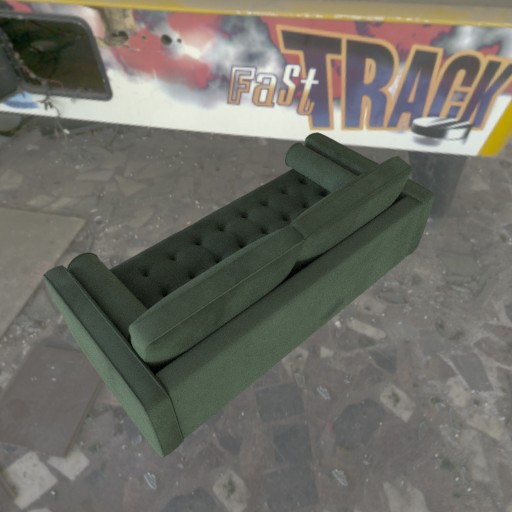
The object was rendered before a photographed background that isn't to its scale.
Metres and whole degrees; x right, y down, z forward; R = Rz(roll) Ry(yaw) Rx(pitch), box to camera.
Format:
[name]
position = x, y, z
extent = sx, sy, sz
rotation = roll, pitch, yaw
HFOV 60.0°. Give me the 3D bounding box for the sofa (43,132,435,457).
[sofa]
position = 0.000, 0.000, 2.352
extent = 1.880, 0.772, 0.916
rotation = -33, 54, -28
